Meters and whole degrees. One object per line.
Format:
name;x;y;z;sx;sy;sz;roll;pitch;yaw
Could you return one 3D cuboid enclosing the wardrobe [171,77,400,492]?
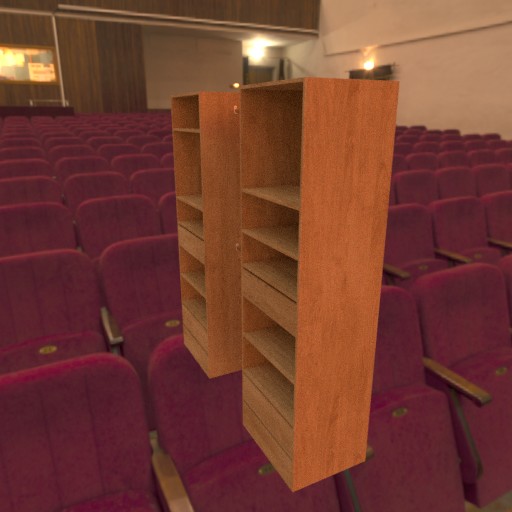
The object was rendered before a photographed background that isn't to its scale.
wardrobe;0.000;0.000;2.850;0.480;2.000;1.770;-9;19;-26
